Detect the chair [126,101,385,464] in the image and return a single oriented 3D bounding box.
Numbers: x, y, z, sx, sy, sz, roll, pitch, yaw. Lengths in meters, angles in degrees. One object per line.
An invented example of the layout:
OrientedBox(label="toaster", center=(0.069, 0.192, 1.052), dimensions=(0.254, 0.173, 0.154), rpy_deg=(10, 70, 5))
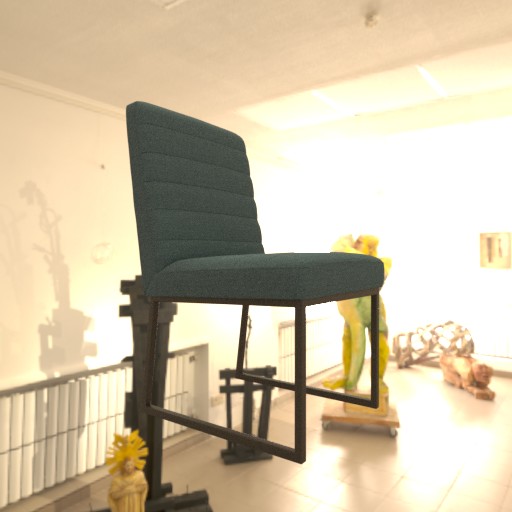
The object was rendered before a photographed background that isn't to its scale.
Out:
OrientedBox(label="chair", center=(0.000, 0.000, 1.351), dimensions=(0.634, 0.930, 0.520), rpy_deg=(0, 0, 37))
